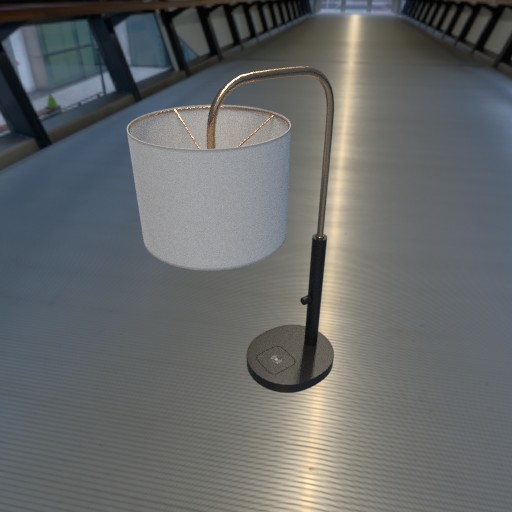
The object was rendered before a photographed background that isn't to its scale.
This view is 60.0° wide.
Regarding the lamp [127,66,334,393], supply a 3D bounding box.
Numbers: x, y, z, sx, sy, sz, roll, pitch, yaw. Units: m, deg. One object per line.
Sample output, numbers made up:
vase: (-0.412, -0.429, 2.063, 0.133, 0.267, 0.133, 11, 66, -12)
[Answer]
lamp: (0.000, 0.000, 0.694, 0.337, 0.540, 0.199, -20, 37, -29)
